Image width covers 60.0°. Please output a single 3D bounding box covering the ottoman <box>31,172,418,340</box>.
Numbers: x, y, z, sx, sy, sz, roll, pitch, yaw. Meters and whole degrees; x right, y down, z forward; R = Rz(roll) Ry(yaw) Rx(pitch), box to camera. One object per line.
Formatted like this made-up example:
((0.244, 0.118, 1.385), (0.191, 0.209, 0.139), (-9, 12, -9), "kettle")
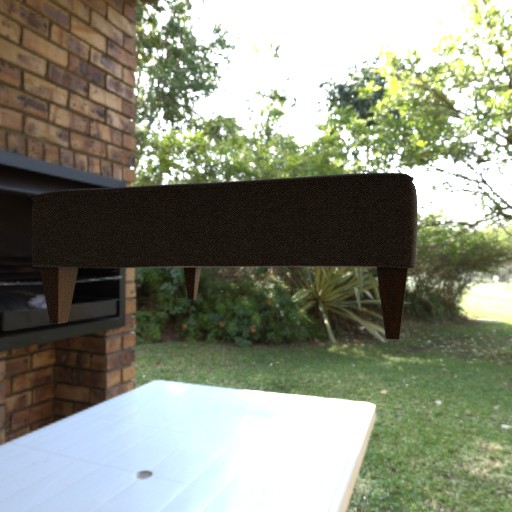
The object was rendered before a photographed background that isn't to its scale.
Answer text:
((0.000, 0.000, 1.495), (0.981, 0.378, 0.970), (0, -1, 17), "ottoman")
